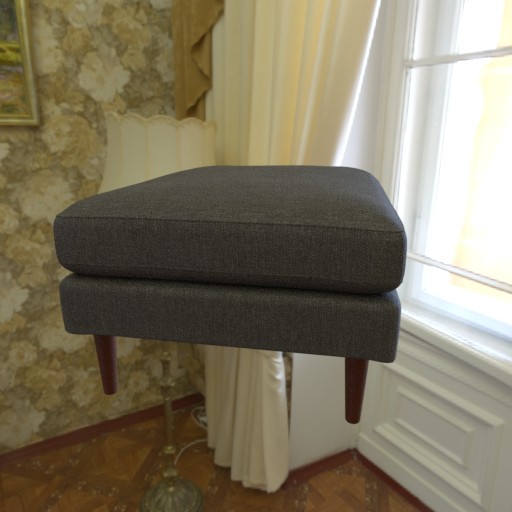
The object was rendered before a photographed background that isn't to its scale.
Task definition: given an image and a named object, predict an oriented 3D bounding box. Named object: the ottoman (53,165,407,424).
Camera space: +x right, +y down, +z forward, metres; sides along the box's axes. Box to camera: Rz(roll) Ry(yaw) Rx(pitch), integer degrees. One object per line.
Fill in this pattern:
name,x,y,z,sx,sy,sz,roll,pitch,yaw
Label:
ottoman,0.000,0.000,1.242,0.693,0.474,0.821,3,17,10
